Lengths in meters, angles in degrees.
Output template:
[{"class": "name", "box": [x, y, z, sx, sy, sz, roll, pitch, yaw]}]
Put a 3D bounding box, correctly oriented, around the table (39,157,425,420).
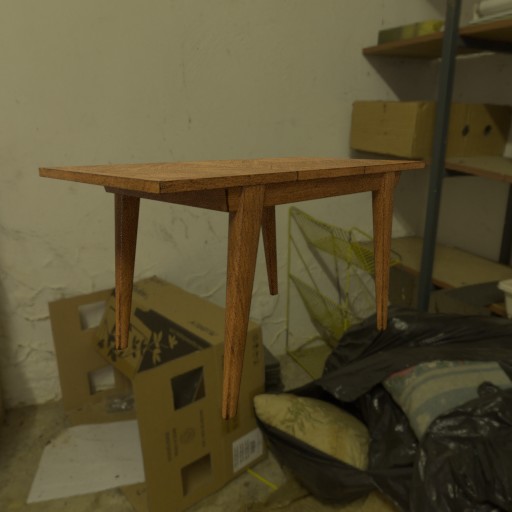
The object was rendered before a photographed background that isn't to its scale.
[{"class": "table", "box": [0.000, 0.000, 1.871, 0.757, 0.760, 1.400, 14, 20, 43]}]
